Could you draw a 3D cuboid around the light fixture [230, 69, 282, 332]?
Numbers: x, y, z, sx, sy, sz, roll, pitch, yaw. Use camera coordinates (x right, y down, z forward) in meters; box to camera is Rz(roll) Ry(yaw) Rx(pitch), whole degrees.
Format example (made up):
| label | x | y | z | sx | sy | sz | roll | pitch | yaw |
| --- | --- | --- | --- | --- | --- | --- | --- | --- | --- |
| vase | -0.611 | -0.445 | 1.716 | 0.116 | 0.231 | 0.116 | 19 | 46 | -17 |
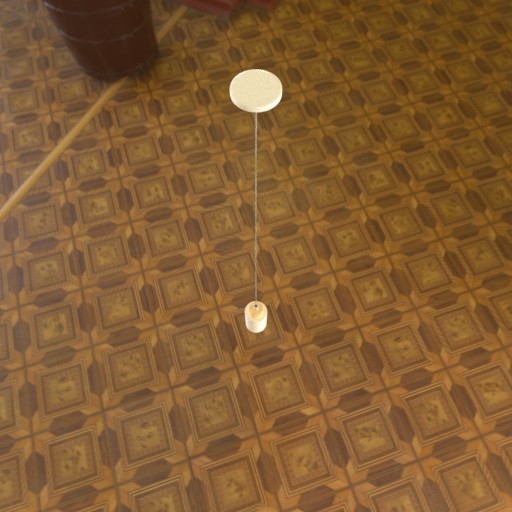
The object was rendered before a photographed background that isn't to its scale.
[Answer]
| label | x | y | z | sx | sy | sz | roll | pitch | yaw |
| --- | --- | --- | --- | --- | --- | --- | --- | --- | --- |
| light fixture | 0.000 | 0.000 | 1.857 | 0.125 | 1.798 | 0.125 | -17 | 65 | -8 |
